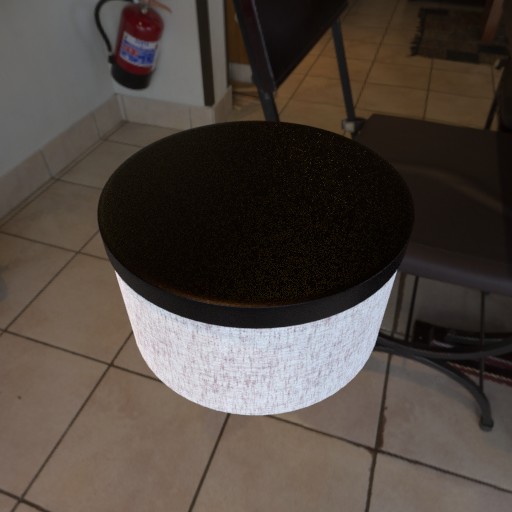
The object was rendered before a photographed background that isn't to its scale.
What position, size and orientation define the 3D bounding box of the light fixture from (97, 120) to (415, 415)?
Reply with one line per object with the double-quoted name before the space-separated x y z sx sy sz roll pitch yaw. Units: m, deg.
"light fixture" 0.000 0.000 0.637 0.389 0.229 0.389 0 43 0
